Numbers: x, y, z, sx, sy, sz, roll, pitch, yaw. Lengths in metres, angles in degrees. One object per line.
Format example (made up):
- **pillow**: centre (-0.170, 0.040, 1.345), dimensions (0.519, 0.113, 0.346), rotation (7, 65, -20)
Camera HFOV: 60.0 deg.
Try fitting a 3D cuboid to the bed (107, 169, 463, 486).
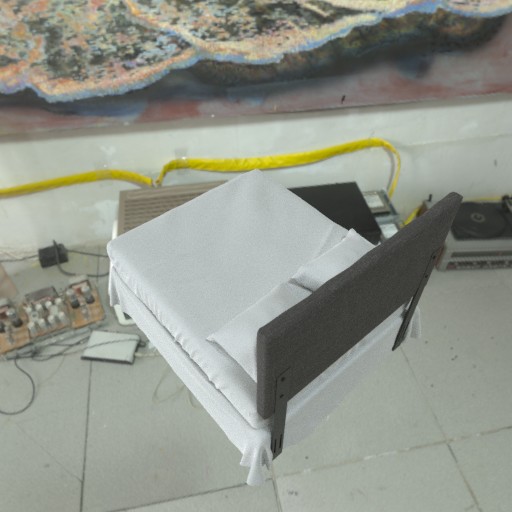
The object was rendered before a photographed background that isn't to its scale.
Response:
- **bed**: centre (0.000, 0.000, 3.454), dimensions (1.936, 1.577, 2.222), rotation (-31, 53, -27)
